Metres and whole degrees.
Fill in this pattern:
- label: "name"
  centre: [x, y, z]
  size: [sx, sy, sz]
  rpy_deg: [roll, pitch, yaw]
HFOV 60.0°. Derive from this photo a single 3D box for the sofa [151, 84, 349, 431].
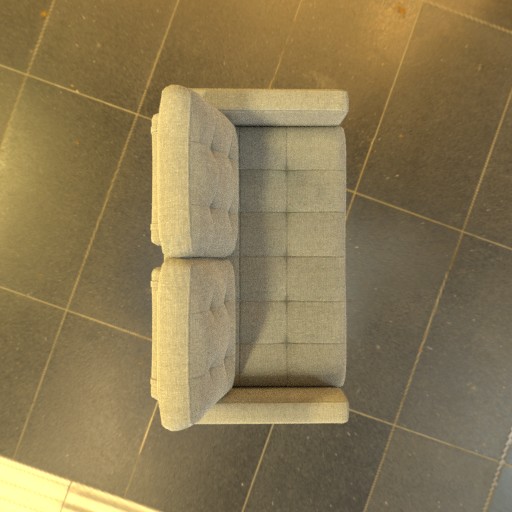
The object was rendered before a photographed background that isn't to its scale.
- label: "sofa"
  centre: [0.000, 0.000, 1.965]
  size: [0.842, 0.907, 1.407]
  rpy_deg: [0, 90, -1]
